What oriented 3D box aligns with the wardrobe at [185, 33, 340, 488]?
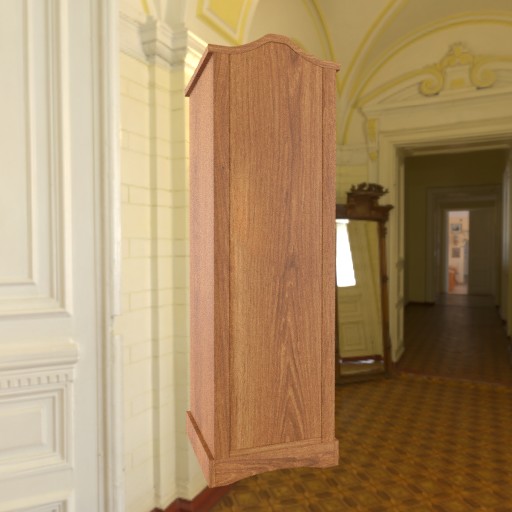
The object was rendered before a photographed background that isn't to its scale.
[{"bbox_3d":[0.000,0.000,2.140,0.590,1.870,0.570,-1,2,-18],"label":"wardrobe"}]
